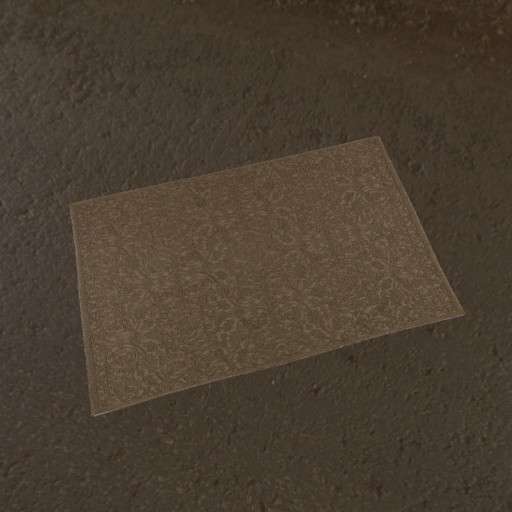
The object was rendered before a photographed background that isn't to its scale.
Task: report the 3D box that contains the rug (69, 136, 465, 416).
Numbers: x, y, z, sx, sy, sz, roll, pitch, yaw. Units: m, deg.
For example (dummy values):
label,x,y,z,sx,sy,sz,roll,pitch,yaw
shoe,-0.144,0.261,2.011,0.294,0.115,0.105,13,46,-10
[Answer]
label,x,y,z,sx,sy,sz,roll,pitch,yaw
rug,0.000,0.000,3.079,2.435,0.012,1.529,-14,66,-6
